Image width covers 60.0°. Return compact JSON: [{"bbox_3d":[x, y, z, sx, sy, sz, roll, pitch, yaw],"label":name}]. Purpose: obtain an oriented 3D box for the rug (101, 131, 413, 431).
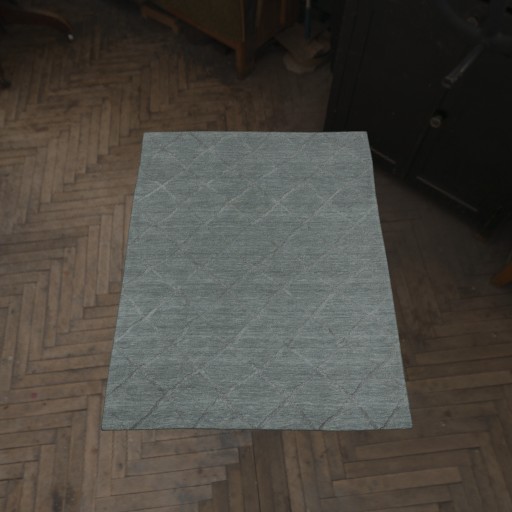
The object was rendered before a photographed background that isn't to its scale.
[{"bbox_3d":[0.000,0.000,4.118,2.438,0.013,3.048,0,63,0],"label":"rug"}]
